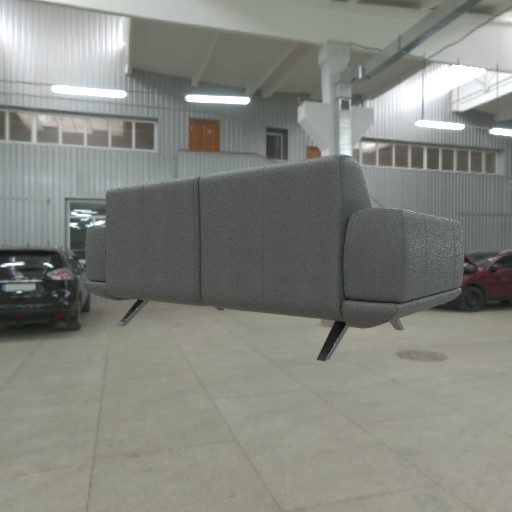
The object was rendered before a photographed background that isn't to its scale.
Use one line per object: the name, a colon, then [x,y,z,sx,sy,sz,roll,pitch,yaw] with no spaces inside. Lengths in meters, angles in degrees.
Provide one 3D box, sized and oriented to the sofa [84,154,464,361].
sofa: [0.000,0.000,2.381,1.901,0.772,0.900,0,1,38]
